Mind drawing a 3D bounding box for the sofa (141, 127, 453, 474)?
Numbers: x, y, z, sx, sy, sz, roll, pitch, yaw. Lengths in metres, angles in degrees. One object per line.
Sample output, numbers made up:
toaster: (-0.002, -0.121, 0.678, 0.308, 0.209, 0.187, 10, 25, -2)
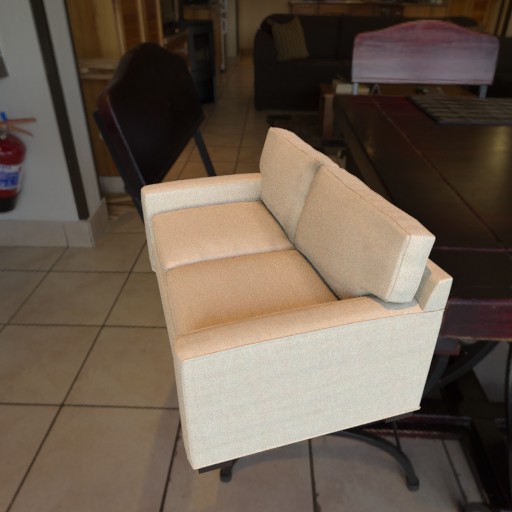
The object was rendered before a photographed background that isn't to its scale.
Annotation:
sofa: (0.000, 0.000, 2.090, 0.942, 0.853, 1.484, -9, 31, -14)
